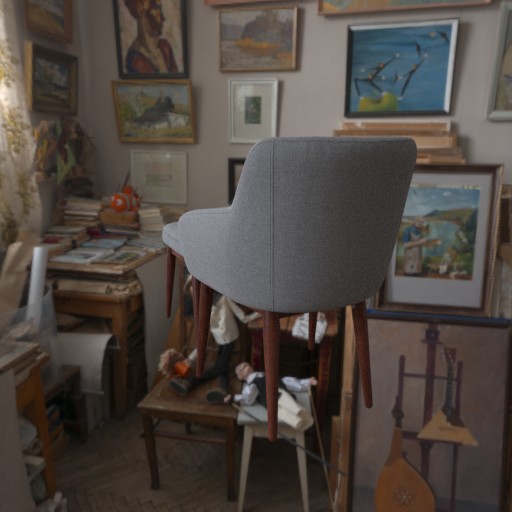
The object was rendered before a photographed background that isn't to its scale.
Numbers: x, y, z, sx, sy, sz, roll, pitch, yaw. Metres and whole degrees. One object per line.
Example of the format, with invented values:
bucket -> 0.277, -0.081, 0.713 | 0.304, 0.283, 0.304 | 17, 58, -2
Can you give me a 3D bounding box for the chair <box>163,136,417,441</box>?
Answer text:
chair -> 0.000, 0.000, 1.547 | 0.584, 0.799, 1.107 | -7, 16, -26
